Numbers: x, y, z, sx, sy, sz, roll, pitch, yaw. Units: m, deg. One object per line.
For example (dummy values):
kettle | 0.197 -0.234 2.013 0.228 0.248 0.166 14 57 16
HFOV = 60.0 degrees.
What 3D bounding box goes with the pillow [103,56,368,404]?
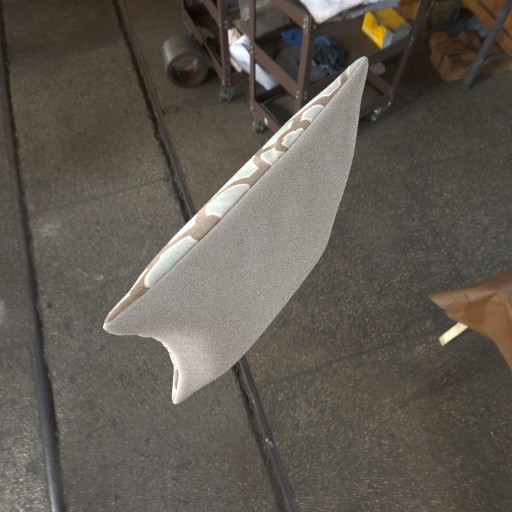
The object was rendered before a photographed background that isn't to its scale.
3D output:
pillow | 0.000 0.000 0.804 0.166 0.508 0.552 34 67 17
